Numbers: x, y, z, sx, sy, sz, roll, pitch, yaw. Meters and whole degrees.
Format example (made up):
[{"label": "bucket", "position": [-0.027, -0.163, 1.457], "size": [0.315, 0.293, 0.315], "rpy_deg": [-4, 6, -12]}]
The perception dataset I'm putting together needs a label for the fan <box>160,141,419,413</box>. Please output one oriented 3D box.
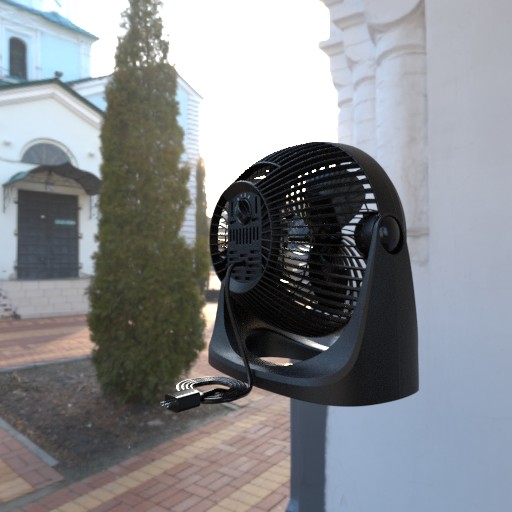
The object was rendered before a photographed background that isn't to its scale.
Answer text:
[{"label": "fan", "position": [0.000, 0.000, 0.492], "size": [0.256, 0.277, 0.273], "rpy_deg": [0, -1, -36]}]
